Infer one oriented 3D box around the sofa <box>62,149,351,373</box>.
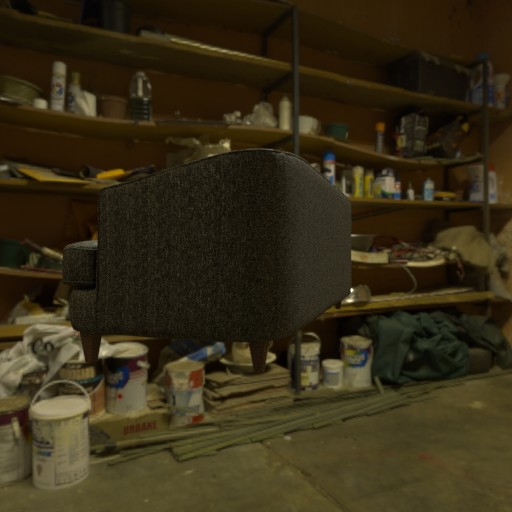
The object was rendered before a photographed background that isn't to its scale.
[{"bbox_3d":[0.000,0.000,2.703,0.941,0.855,2.278,0,1,19],"label":"sofa"}]
